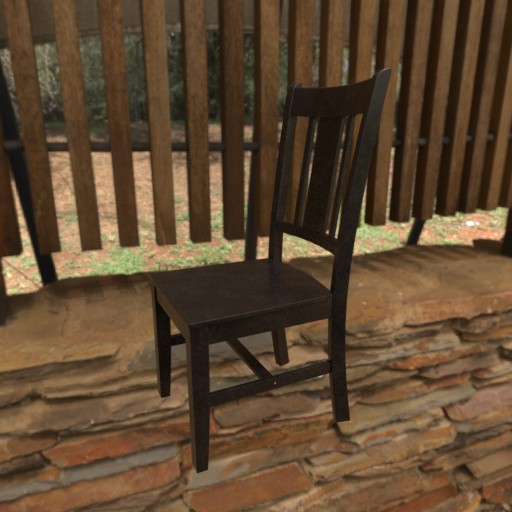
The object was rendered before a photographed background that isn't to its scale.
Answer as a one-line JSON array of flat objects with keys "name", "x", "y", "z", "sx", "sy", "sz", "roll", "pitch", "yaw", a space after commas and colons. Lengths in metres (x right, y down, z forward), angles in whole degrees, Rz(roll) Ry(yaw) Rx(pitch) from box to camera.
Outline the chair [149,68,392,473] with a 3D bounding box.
[{"name": "chair", "x": 0.000, "y": 0.000, "z": 1.294, "sx": 0.555, "sy": 0.998, "sz": 0.450, "roll": -8, "pitch": 18, "yaw": -25}]
